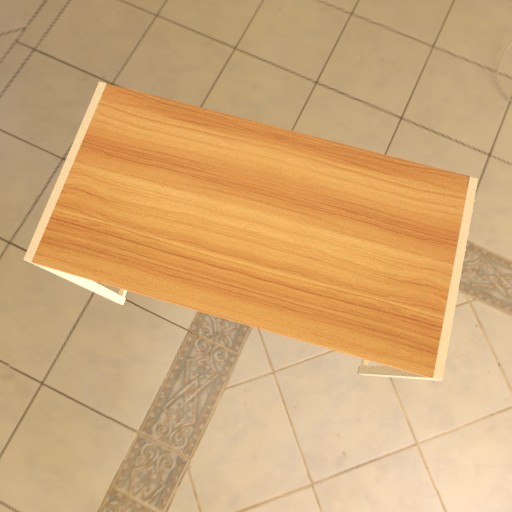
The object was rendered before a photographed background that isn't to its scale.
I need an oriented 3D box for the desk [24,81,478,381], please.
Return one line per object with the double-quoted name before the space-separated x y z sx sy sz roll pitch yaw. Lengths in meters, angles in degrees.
"desk" 0.000 0.000 1.453 1.016 0.762 0.508 16 76 4
